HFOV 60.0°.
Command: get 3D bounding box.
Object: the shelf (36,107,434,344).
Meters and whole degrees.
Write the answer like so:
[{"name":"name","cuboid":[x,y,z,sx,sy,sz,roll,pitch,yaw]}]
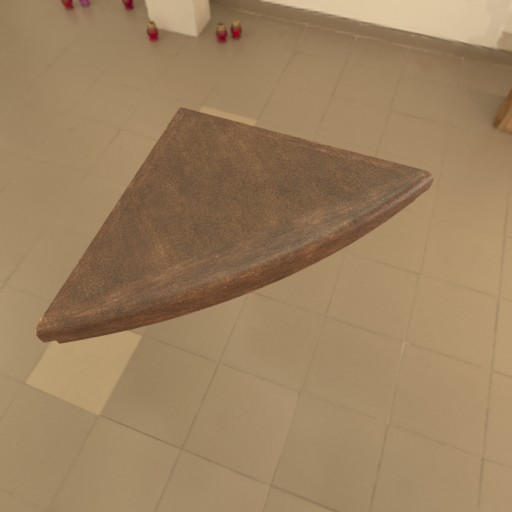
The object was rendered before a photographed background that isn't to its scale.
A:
[{"name":"shelf","cuboid":[0.000,0.000,0.458,0.310,0.050,0.310,17,60,10]}]
